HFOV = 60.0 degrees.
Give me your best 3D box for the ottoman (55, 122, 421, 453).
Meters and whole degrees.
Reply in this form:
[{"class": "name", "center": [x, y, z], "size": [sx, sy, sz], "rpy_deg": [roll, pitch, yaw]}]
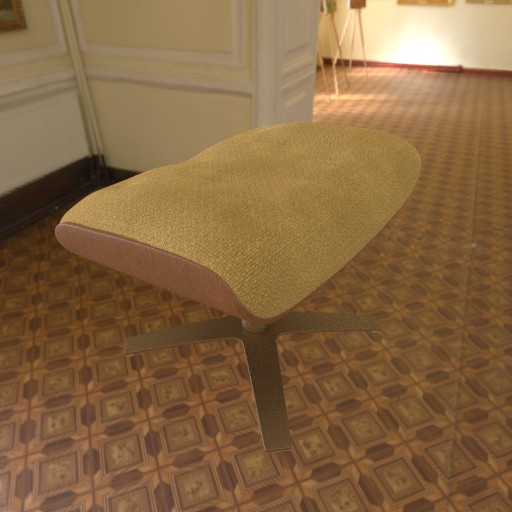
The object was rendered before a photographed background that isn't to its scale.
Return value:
[{"class": "ottoman", "center": [0.000, 0.000, 0.793], "size": [0.394, 0.391, 0.520], "rpy_deg": [23, 39, 31]}]
